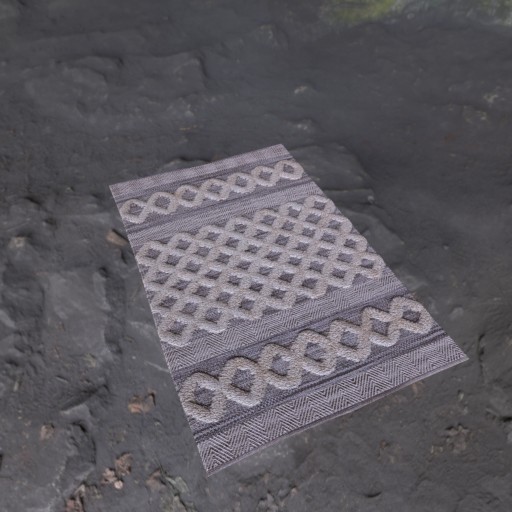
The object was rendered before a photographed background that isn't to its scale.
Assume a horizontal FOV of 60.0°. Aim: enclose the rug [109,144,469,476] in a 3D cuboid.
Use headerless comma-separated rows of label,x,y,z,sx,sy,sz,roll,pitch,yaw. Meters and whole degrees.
rug,0.000,0.000,2.931,1.513,0.033,2.333,-18,49,-16
